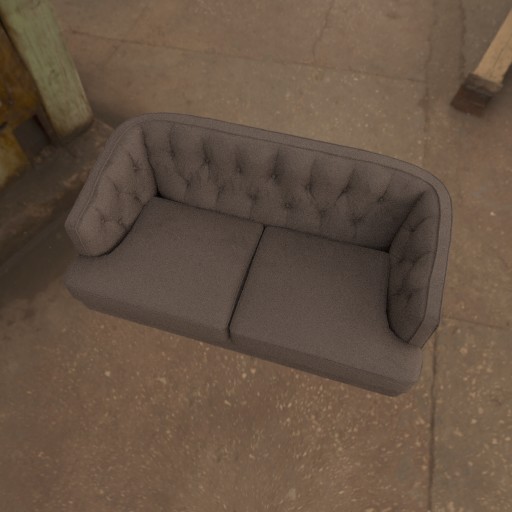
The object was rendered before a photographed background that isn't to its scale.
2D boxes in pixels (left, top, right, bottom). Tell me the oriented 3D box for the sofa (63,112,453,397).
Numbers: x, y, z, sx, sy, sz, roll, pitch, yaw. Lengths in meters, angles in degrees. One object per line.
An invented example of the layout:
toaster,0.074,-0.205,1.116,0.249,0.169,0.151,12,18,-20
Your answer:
sofa,0.000,0.000,2.272,1.733,0.855,0.941,14,58,9
